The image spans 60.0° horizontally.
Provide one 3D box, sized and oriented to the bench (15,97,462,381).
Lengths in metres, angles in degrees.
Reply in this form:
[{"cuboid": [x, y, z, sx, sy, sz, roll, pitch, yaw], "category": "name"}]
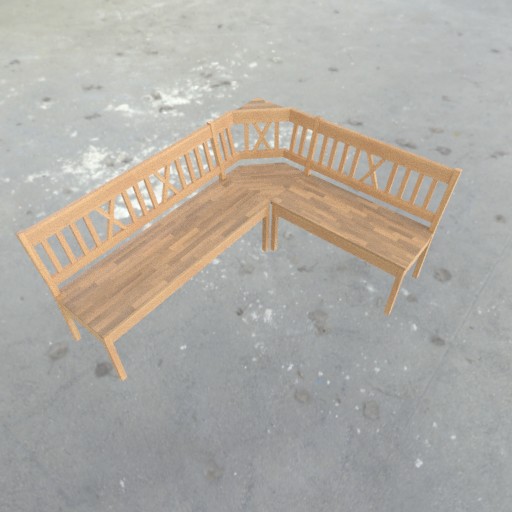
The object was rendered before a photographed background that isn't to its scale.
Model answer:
[{"cuboid": [0.000, 0.000, 2.724, 1.537, 0.902, 1.937, 30, 53, 26], "category": "bench"}]
